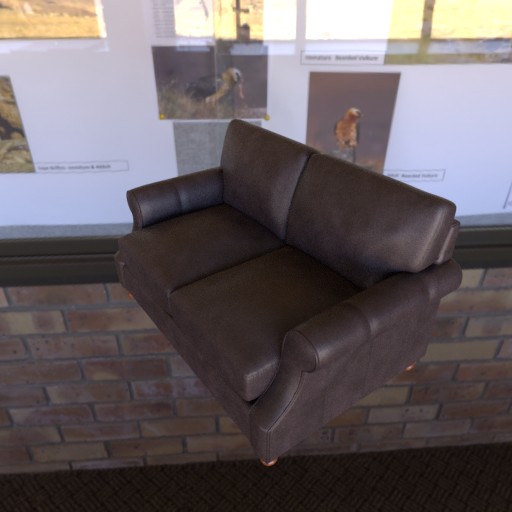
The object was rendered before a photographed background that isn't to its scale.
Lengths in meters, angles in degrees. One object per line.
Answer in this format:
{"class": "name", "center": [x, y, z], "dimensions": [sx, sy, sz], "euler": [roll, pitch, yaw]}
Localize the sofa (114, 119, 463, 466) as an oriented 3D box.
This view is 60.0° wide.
{"class": "sofa", "center": [0.000, 0.000, 2.287], "dimensions": [1.030, 0.979, 1.663], "euler": [-21, 38, -30]}
